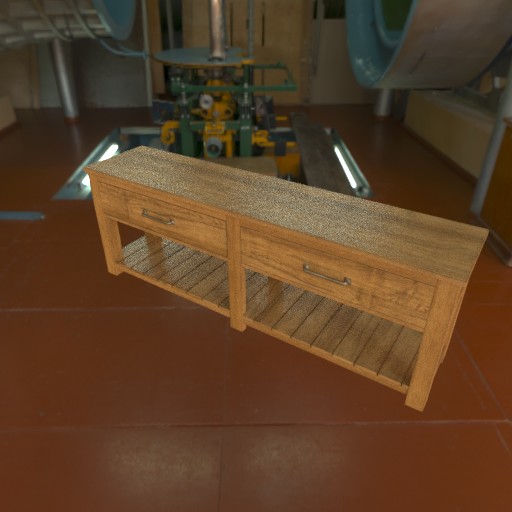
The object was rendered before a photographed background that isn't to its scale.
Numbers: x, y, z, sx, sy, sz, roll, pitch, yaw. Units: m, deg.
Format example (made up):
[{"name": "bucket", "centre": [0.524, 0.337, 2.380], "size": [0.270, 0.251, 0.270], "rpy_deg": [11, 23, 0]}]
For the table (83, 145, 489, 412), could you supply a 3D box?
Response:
[{"name": "table", "centre": [0.000, 0.000, 2.101], "size": [1.815, 0.635, 0.425], "rpy_deg": [19, 37, 28]}]
